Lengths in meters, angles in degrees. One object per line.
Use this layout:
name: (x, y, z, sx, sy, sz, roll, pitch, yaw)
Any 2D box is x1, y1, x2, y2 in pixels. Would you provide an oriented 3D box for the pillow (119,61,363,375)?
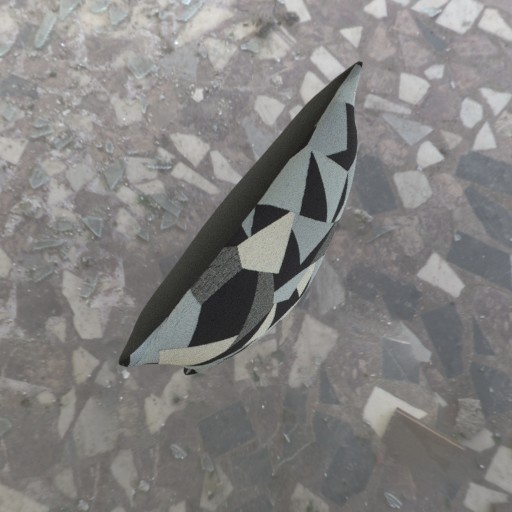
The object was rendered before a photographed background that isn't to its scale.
pillow: (0.000, 0.000, 0.768, 0.208, 0.496, 0.503, 35, 78, 9)
